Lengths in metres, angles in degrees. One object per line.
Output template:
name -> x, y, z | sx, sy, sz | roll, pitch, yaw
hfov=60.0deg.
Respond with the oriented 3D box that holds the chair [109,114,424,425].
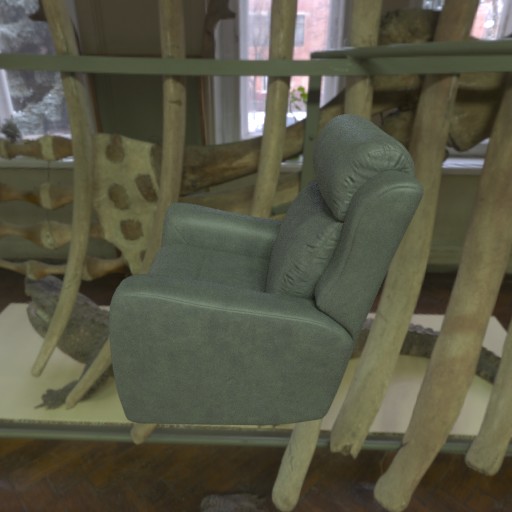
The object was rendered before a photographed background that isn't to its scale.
chair -> 0.000, 0.000, 1.927 | 1.068, 1.116, 0.965 | 1, 26, 2
